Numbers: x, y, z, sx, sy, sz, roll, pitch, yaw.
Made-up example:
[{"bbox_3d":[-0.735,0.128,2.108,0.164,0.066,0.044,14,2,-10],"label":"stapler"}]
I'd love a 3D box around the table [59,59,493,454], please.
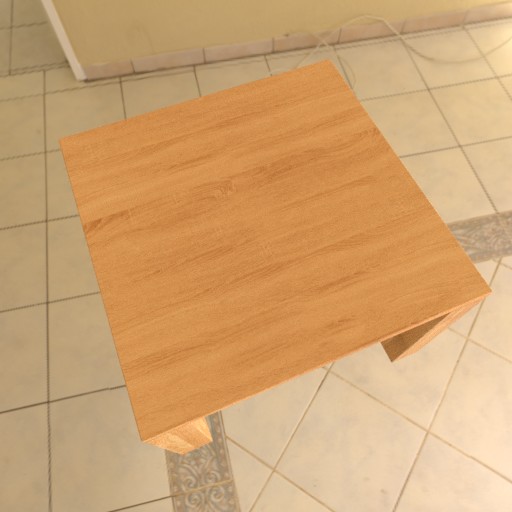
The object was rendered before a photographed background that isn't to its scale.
[{"bbox_3d":[0.000,0.000,1.139,0.700,0.450,0.700,-20,65,-10],"label":"table"}]
